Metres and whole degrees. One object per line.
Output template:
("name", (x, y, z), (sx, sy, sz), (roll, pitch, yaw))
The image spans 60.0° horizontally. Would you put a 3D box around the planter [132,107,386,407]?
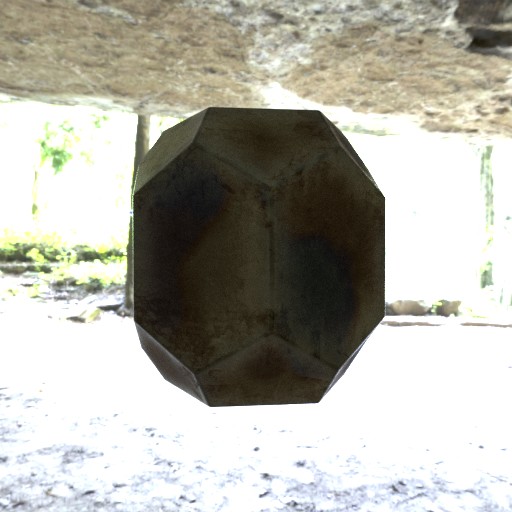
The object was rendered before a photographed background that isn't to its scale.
("planter", (0.000, 0.000, 0.428), (0.243, 0.238, 0.221), (-1, 2, -35))
